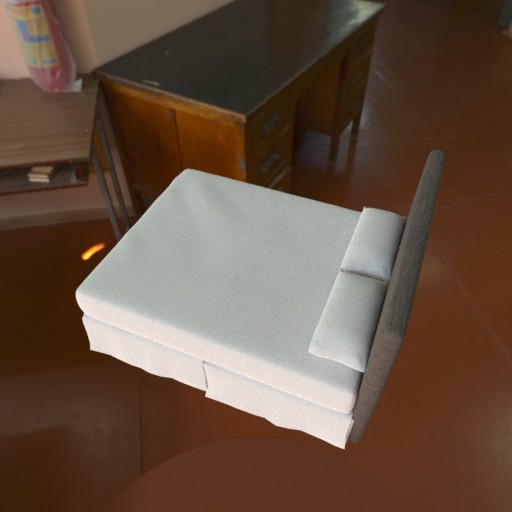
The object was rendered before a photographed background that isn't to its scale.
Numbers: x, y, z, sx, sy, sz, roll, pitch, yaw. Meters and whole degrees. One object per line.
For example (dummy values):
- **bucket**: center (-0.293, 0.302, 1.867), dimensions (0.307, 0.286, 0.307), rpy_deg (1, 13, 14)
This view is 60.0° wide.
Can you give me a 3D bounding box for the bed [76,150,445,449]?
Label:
- **bed**: center (0.000, 0.000, 3.240), dimensions (2.142, 1.330, 1.723), rpy_deg (17, 49, 16)
